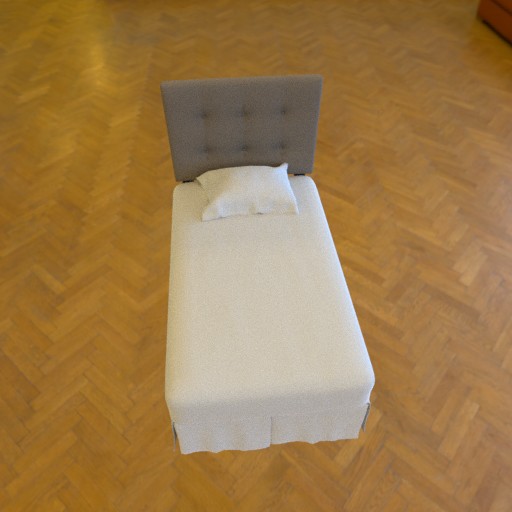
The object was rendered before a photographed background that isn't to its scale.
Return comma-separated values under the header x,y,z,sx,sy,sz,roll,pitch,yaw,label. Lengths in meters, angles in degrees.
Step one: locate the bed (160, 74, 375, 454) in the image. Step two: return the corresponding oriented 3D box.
x,y,z,sx,sy,sz,roll,pitch,yaw,label
0.000,0.000,2.990,1.261,1.571,1.997,-4,47,-4,bed
